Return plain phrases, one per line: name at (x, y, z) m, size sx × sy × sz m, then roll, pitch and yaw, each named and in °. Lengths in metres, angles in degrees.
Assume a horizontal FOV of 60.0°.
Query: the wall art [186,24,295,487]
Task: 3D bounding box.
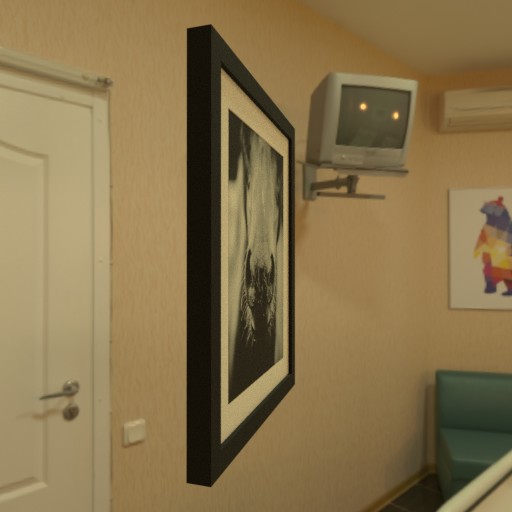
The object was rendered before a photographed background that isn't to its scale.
wall art at (0.000, 0.000, 0.756) m, size 0.033 × 0.559 × 0.457 m, roll 0°, pitch 0°, yaw 18°
